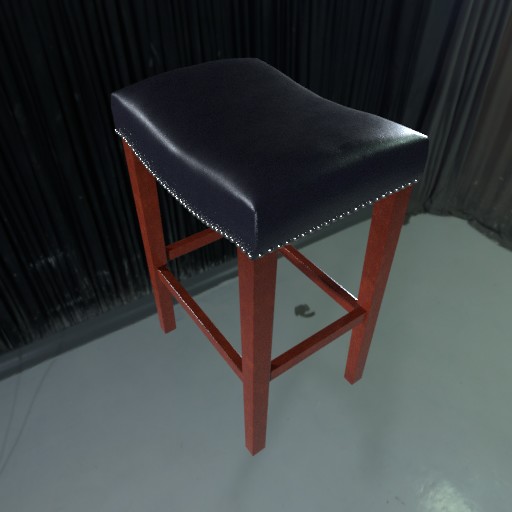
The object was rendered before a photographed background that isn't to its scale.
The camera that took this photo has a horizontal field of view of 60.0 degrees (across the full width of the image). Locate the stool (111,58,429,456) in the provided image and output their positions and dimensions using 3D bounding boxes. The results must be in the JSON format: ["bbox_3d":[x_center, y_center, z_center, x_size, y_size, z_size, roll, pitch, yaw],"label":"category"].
[{"bbox_3d":[0.000,0.000,1.028,0.372,0.742,0.504,-26,48,-26],"label":"stool"}]
